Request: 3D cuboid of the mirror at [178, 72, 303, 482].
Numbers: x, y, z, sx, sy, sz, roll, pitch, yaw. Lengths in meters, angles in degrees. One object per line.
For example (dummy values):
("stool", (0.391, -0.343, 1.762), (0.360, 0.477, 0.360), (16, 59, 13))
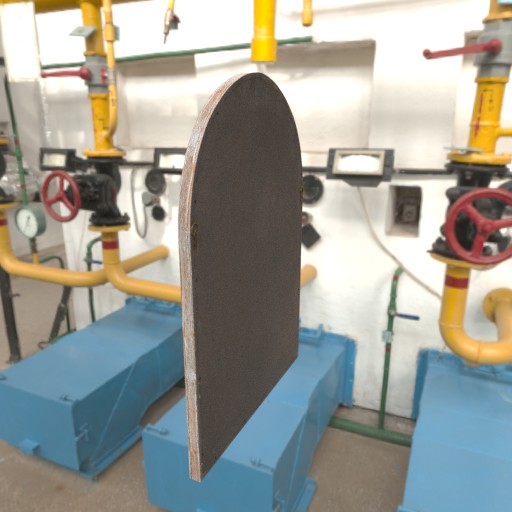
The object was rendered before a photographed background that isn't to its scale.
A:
("mirror", (0.000, 0.000, 1.197), (0.032, 0.920, 0.660), (7, 17, 24))
